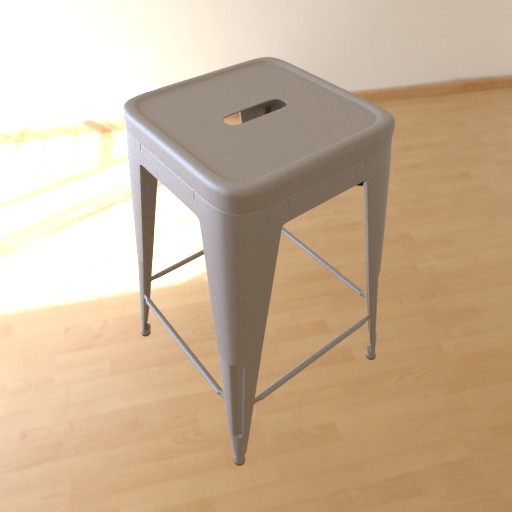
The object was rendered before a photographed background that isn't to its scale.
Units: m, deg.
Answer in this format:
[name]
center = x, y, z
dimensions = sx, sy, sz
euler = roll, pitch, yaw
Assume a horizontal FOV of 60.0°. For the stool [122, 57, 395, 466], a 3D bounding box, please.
[stool]
center = 0.000, 0.000, 0.859
dimensions = 0.410, 0.608, 0.410
euler = -29, 52, -26
